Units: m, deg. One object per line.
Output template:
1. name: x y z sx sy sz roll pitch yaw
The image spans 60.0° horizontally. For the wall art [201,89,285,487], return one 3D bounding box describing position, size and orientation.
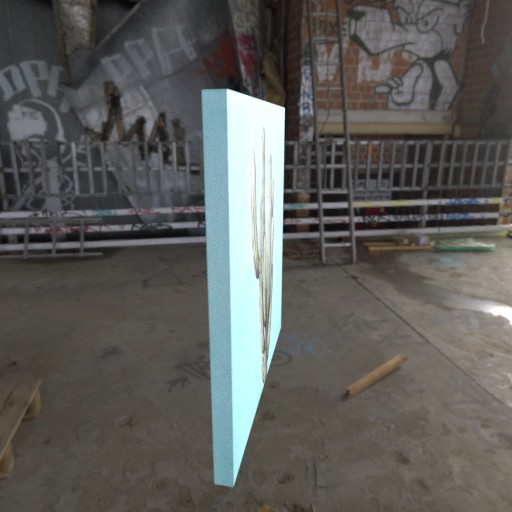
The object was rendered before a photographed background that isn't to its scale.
1. wall art: 0.000 0.000 1.627 0.070 1.073 1.071 3 17 10
